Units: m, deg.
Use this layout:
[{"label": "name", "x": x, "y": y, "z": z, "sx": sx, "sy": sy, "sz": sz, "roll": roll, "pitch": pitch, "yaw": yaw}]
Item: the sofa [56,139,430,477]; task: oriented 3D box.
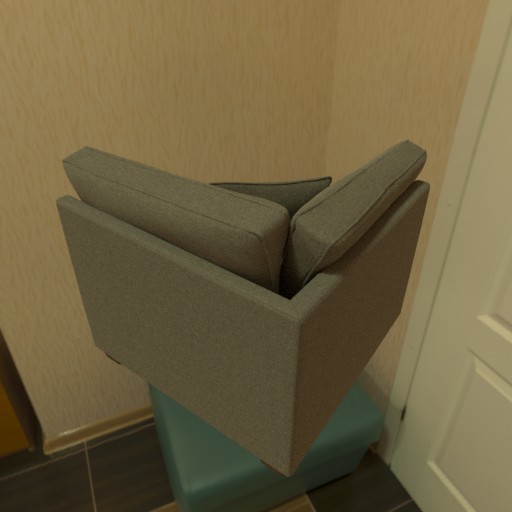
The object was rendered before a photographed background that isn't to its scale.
[{"label": "sofa", "x": 0.000, "y": 0.000, "z": 1.837, "sx": 1.042, "sy": 0.951, "sz": 1.050, "roll": 22, "pitch": 39, "yaw": 30}]
